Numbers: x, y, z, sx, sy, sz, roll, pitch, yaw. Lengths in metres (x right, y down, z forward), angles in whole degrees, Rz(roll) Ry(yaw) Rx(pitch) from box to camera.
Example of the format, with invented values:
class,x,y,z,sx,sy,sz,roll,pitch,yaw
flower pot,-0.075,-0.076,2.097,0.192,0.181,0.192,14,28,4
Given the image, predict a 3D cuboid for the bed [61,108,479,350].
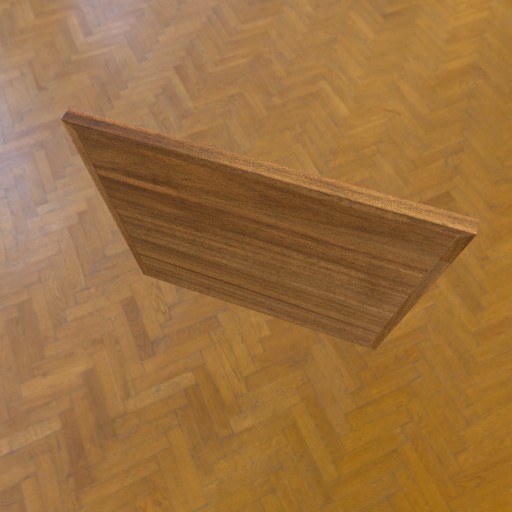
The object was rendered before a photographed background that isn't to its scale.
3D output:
class,x,y,z,sx,sy,sz,roll,pitch,yaw
bed,0.000,0.000,1.477,1.041,0.940,0.043,17,64,9
